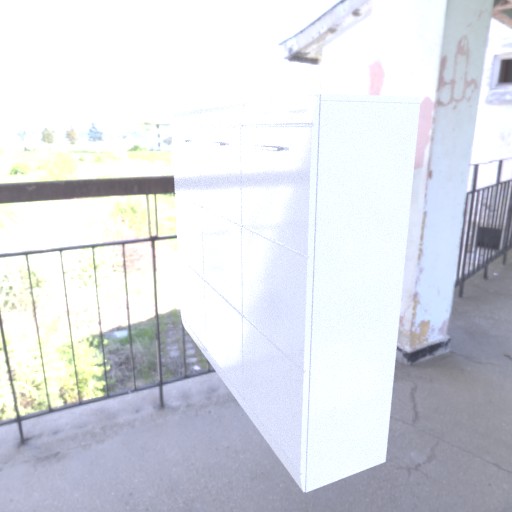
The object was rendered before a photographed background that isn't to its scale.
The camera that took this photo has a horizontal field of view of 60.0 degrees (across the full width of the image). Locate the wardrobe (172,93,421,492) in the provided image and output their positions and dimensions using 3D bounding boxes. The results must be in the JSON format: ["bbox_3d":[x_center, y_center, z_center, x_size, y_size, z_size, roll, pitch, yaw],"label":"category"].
[{"bbox_3d":[0.000,0.000,1.876,0.360,1.200,1.340,-7,18,-24],"label":"wardrobe"}]
